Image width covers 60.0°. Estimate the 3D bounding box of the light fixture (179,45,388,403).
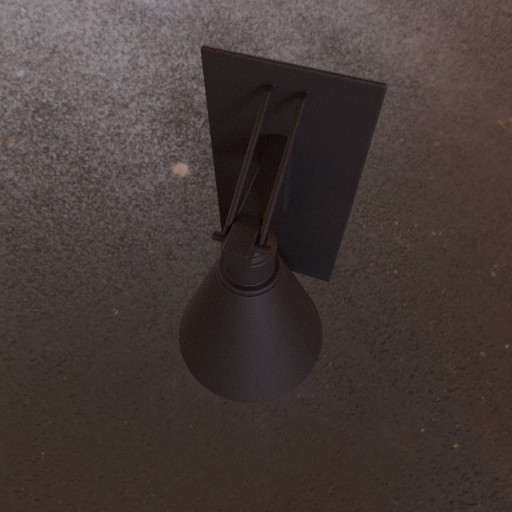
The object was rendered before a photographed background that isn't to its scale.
[{"bbox_3d":[0.000,0.000,0.419,0.170,0.298,0.207,16,60,10],"label":"light fixture"}]
